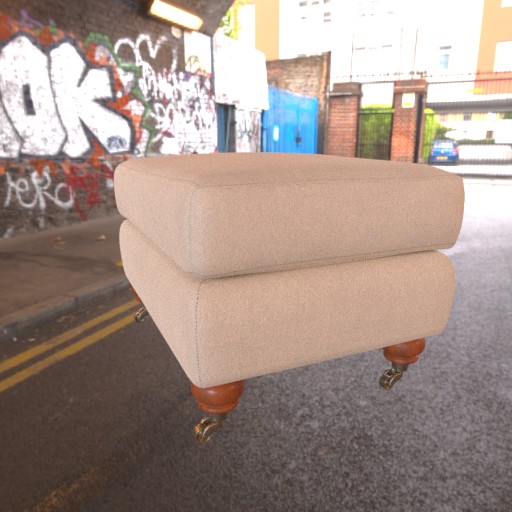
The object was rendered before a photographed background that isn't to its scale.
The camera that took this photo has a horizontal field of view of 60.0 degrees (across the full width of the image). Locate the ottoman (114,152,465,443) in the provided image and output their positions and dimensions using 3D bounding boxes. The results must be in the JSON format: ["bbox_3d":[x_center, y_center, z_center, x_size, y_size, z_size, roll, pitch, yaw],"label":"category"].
[{"bbox_3d":[0.000,0.000,1.100,0.569,0.499,0.773,-7,16,-24],"label":"ottoman"}]
